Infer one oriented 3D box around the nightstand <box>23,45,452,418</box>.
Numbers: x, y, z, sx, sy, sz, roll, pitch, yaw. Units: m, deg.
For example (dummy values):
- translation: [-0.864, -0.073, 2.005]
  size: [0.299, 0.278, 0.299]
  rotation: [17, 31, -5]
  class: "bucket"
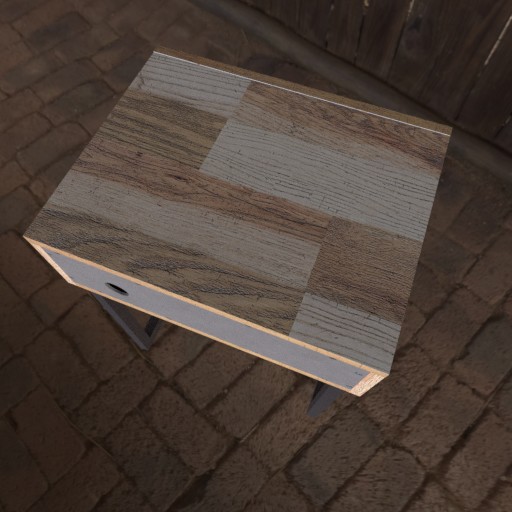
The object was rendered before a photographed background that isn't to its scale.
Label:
- translation: [0.000, 0.000, 0.995]
  size: [0.558, 0.632, 0.481]
  rotation: [19, 65, 9]
  class: "nightstand"
